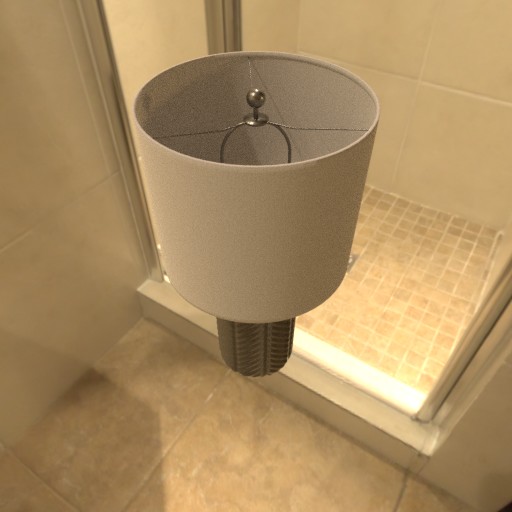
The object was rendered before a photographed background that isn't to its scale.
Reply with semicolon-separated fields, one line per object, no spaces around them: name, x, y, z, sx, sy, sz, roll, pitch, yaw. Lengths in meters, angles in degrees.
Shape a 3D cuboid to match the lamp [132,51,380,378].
lamp;0.000;0.000;0.501;0.203;0.389;0.203;-3;45;-3
